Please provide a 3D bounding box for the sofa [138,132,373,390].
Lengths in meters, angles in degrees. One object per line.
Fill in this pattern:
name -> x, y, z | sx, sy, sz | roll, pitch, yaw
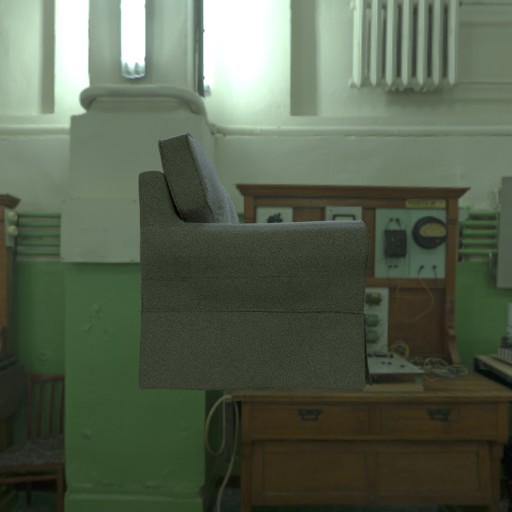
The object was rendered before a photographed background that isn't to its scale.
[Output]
sofa -> 0.000, 0.000, 2.724 | 0.900, 1.014, 2.246 | 0, 0, 0
